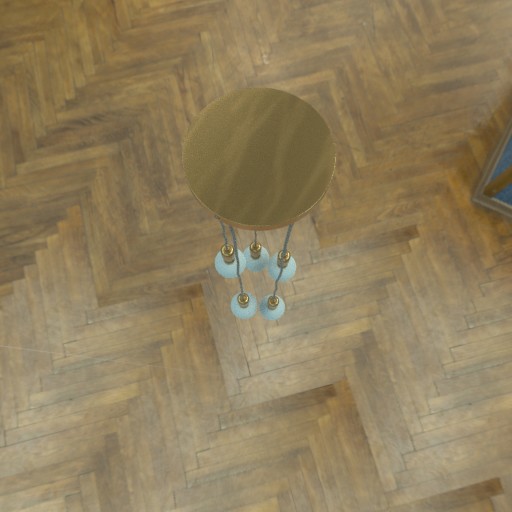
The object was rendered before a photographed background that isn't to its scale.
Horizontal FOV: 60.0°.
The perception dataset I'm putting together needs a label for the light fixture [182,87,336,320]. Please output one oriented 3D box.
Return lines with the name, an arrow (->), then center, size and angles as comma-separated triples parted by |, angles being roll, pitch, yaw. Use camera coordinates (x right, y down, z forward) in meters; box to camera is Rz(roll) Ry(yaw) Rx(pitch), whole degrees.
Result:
light fixture -> 0.000, 0.000, 0.496 | 0.108, 0.457, 0.105 | 31, 77, 8
